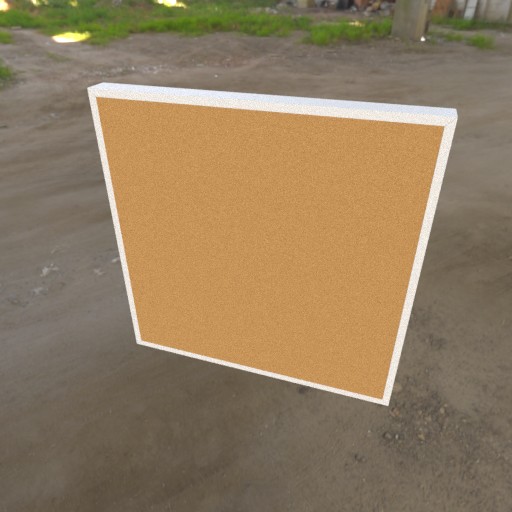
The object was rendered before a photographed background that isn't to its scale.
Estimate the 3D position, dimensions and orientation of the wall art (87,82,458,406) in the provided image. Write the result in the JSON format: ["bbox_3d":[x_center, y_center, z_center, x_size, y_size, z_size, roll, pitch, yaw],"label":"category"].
[{"bbox_3d":[0.000,0.000,0.440,0.304,0.304,0.024,10,34,15],"label":"wall art"}]
